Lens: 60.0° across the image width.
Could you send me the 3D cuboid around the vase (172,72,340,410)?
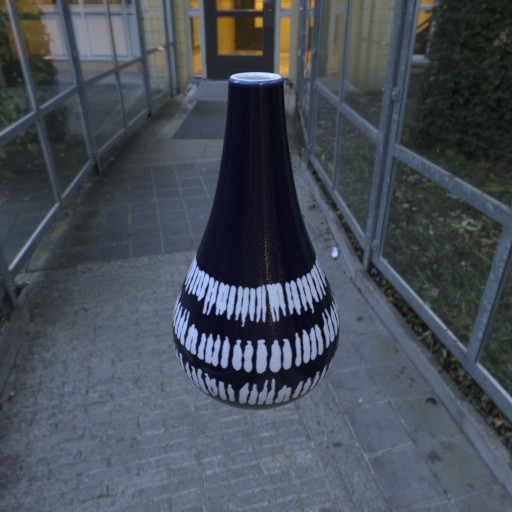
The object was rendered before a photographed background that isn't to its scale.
[{"bbox_3d":[0.000,0.000,0.388,0.159,0.295,0.159,0,30,0],"label":"vase"}]
